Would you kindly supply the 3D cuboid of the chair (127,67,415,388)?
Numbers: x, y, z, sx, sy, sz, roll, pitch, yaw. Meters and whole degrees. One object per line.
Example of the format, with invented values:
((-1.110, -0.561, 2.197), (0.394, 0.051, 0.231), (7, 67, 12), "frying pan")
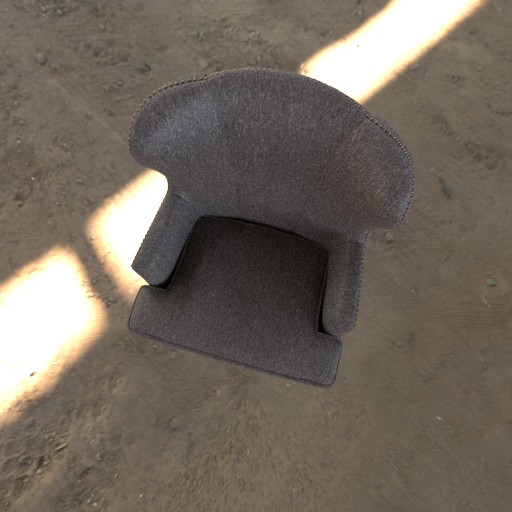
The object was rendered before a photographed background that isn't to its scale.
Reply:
((0.000, 0.000, 1.564), (0.759, 1.060, 0.758), (15, 75, 4), "chair")
